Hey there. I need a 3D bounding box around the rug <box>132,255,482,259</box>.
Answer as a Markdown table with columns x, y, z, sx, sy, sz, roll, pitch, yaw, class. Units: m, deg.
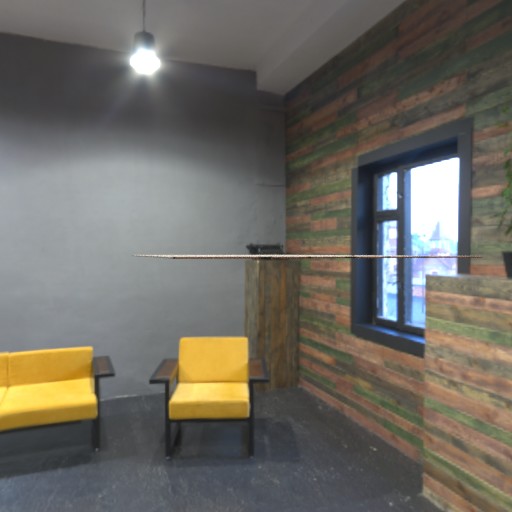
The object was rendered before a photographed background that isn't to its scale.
| x | y | z | sx | sy | sz | roll | pitch | yaw | class |
| --- | --- | --- | --- | --- | --- | --- | --- | --- | --- |
| 0.000 | 0.000 | 3.111 | 1.526 | 0.008 | 2.465 | 0 | 0 | -19 | rug |
